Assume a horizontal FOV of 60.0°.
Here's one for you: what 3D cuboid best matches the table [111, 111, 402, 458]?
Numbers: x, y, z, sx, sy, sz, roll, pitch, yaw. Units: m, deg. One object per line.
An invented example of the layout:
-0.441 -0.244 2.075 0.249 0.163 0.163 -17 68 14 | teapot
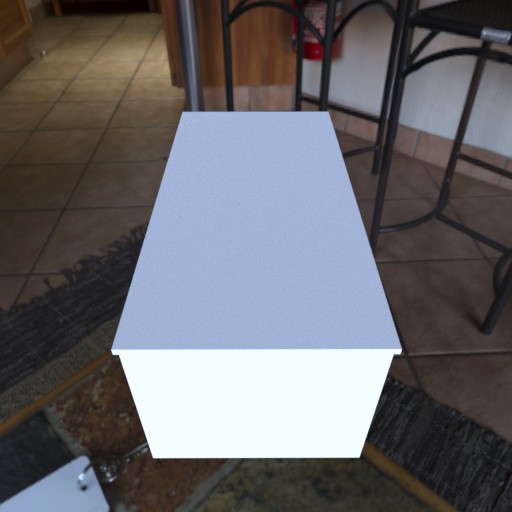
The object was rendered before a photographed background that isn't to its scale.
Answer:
0.000 0.000 1.283 0.500 0.441 1.000 0 41 0 | table
